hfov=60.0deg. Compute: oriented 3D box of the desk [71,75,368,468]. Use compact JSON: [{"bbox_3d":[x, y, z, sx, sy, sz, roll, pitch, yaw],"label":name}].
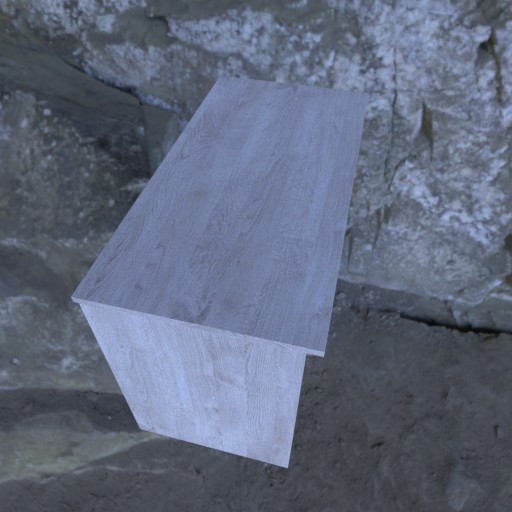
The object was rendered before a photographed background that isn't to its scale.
[{"bbox_3d":[0.000,0.000,1.557,0.560,0.735,1.097,11,48,10],"label":"desk"}]
